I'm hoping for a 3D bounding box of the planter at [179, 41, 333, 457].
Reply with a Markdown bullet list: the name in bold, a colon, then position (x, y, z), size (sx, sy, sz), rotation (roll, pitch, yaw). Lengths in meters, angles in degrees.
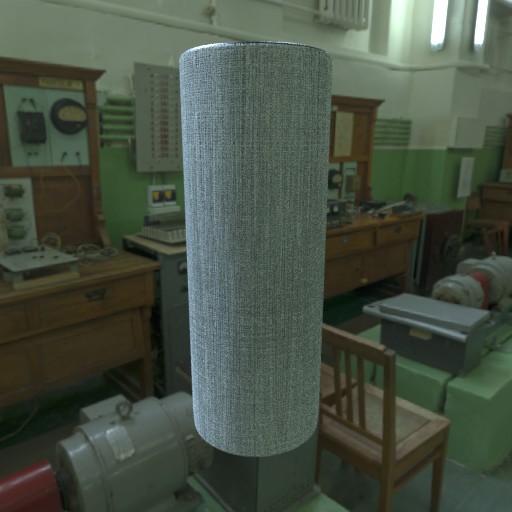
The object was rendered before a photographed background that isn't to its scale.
- **planter**: position (0.000, 0.000, 0.325), size (0.100, 0.270, 0.100), rotation (-13, 19, -41)
